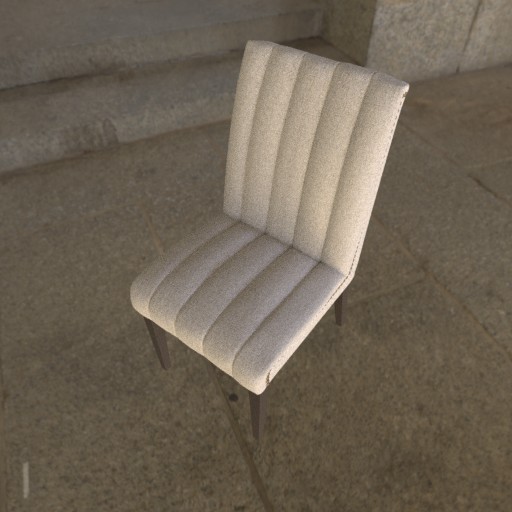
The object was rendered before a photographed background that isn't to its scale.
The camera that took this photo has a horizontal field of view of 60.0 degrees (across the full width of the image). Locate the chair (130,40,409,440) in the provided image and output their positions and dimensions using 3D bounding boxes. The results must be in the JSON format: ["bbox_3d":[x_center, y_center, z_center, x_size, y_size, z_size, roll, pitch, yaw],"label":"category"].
[{"bbox_3d":[0.000,0.000,1.361,0.511,1.016,0.647,28,52,25],"label":"chair"}]
